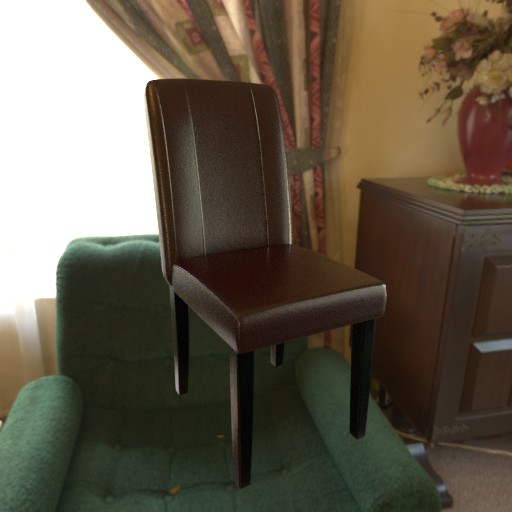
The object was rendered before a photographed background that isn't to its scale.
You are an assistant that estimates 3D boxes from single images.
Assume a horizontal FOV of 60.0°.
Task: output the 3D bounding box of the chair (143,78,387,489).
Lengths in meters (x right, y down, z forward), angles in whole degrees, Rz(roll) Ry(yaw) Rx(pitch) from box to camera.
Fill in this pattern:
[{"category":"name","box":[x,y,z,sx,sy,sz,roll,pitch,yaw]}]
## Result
[{"category":"chair","box":[0.000,0.000,1.157,0.399,0.897,0.556,-9,19,-27]}]
